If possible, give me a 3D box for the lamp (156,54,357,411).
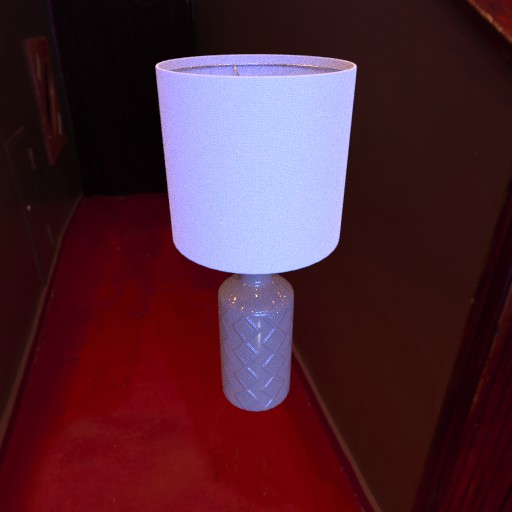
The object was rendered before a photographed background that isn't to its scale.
[{"bbox_3d":[0.000,0.000,0.576,0.207,0.461,0.207,-8,30,-14],"label":"lamp"}]
